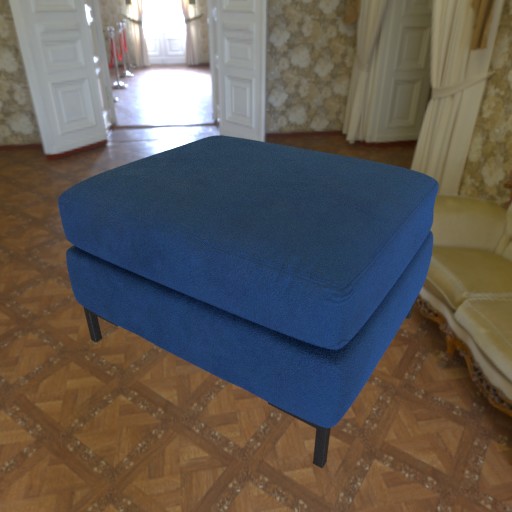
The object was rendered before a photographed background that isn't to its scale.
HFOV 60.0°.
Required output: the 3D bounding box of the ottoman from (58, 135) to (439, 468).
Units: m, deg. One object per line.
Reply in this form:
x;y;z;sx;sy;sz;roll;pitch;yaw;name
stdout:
0.000;0.000;1.195;0.794;0.485;0.655;18;35;29;ottoman
